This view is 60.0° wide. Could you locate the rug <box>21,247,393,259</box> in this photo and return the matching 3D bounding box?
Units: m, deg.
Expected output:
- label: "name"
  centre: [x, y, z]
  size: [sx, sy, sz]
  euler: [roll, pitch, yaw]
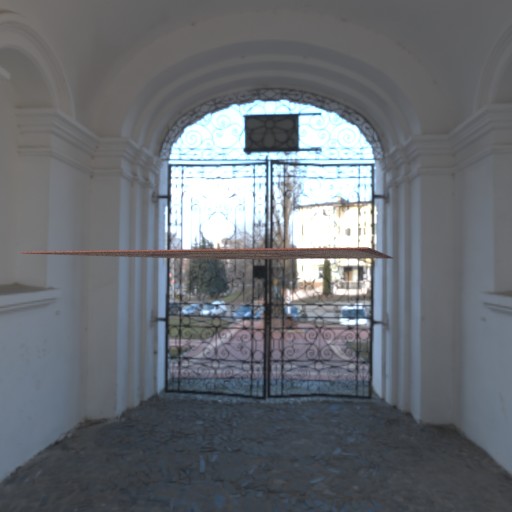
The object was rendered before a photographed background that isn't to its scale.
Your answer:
- label: "rug"
  centre: [0.000, 0.000, 4.230]
  size: [2.381, 0.013, 3.197]
  euler: [0, -1, 19]
